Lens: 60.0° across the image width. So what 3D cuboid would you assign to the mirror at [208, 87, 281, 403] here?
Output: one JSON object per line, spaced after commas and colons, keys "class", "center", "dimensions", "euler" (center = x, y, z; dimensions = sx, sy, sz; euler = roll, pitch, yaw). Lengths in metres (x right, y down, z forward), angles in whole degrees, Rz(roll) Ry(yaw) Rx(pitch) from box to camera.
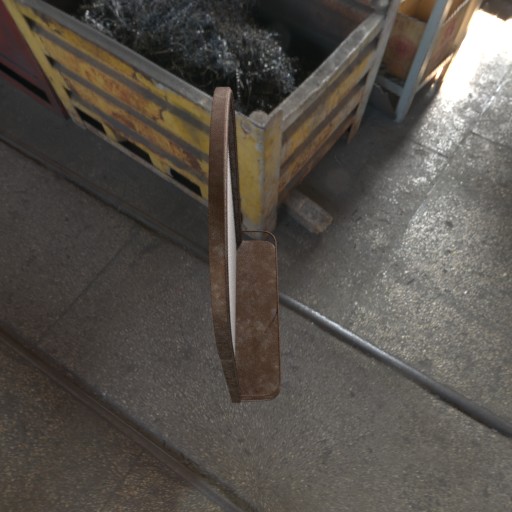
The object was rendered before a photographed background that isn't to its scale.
{"class": "mirror", "center": [0.000, 0.000, 0.993], "dimensions": [0.137, 0.770, 0.510], "euler": [-1, 63, 0]}
